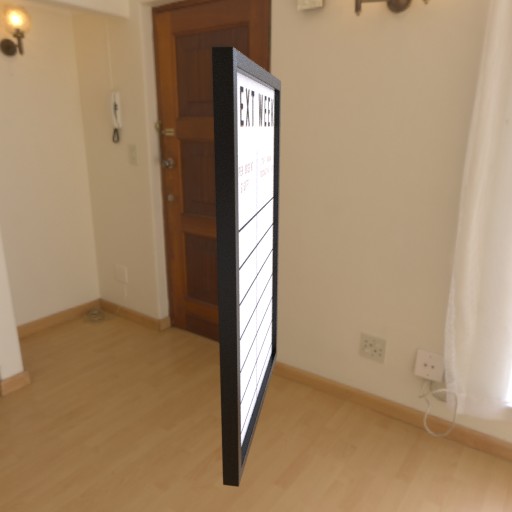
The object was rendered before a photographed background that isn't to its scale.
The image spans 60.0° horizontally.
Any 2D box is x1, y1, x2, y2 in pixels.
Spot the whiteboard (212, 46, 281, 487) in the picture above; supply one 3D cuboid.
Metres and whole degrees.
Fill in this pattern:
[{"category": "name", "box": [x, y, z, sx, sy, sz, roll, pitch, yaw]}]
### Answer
[{"category": "whiteboard", "box": [0.000, 0.000, 0.777, 0.026, 0.611, 0.406, 3, 17, 10]}]
